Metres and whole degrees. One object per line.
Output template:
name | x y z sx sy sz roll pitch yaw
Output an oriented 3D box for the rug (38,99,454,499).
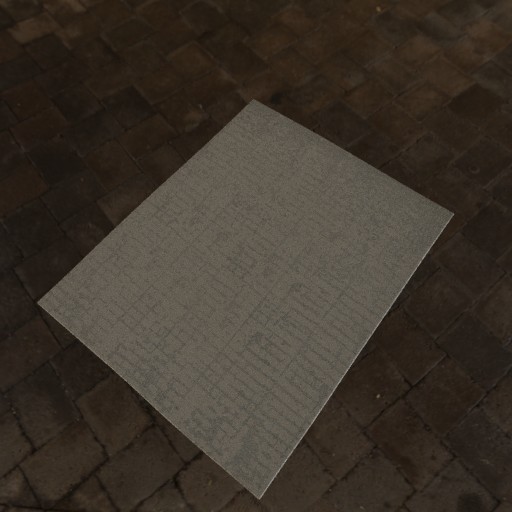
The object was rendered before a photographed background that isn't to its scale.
rug | 0.000 0.000 4.047 2.447 0.014 3.061 35 68 16
